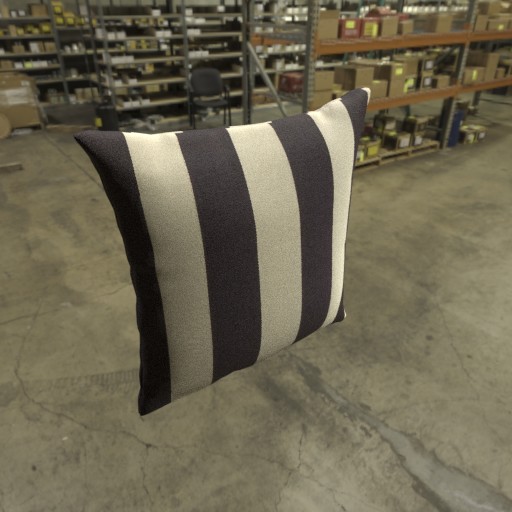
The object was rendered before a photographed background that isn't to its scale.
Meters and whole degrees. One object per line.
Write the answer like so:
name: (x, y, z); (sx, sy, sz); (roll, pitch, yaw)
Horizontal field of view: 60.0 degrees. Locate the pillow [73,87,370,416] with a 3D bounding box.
pillow: (0.000, 0.000, 0.799); (0.536, 0.526, 0.189); (-20, 36, -31)
